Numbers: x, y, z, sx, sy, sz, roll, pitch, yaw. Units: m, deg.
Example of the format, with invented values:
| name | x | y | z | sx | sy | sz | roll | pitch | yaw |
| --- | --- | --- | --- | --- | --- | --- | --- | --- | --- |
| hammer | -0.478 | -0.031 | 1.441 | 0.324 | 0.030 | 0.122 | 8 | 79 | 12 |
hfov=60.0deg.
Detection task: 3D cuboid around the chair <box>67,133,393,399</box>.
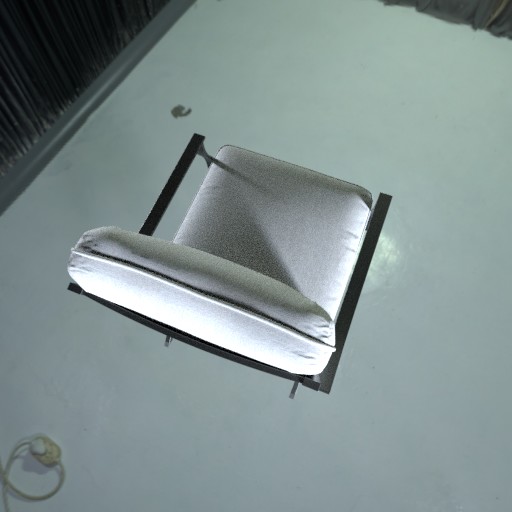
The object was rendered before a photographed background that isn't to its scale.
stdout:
| name | x | y | z | sx | sy | sz | roll | pitch | yaw |
| --- | --- | --- | --- | --- | --- | --- | --- | --- | --- |
| chair | 0.000 | 0.000 | 1.368 | 0.650 | 0.860 | 0.787 | 20 | 65 | 10 |
